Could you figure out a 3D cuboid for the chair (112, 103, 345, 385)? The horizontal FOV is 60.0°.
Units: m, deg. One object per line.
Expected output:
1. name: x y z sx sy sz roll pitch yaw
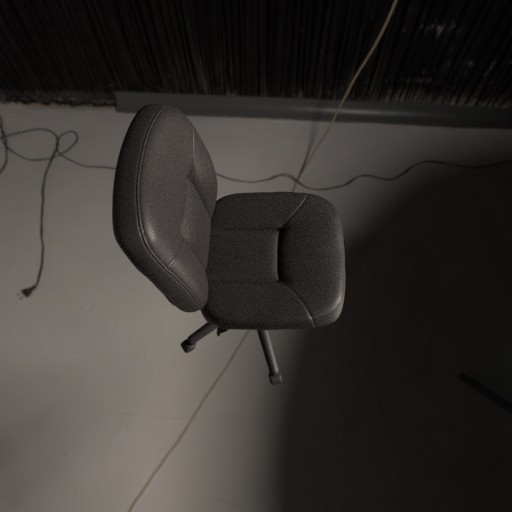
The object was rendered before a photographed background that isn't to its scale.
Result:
1. chair: 0.000 0.000 1.425 0.646 0.959 0.647 2 64 1
